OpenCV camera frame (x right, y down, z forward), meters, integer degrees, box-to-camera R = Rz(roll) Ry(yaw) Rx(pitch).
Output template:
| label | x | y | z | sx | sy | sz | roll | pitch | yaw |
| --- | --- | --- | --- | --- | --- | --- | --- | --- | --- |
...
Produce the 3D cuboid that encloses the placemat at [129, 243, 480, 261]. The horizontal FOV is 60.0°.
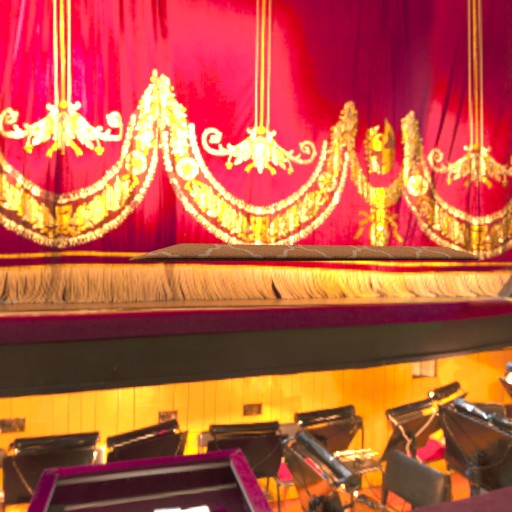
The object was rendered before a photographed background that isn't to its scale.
| label | x | y | z | sx | sy | sz | roll | pitch | yaw |
| --- | --- | --- | --- | --- | --- | --- | --- | --- | --- |
| placemat | 0.000 | 0.000 | 0.959 | 0.508 | 0.021 | 0.762 | 0 | -1 | -18 |
